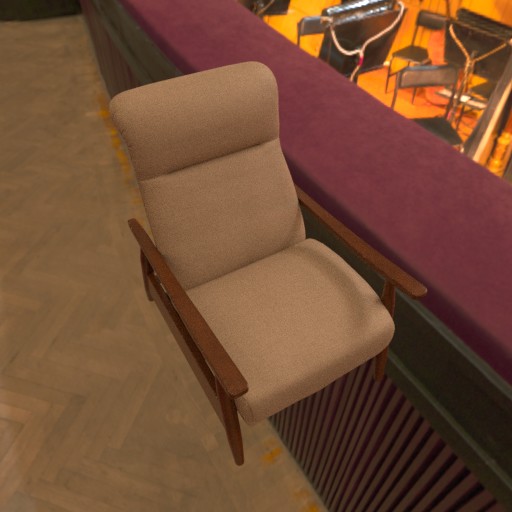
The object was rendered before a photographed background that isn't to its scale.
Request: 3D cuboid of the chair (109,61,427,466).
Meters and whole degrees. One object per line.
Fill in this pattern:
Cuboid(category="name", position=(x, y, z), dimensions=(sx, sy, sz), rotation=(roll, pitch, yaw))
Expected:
Cuboid(category="chair", position=(0.000, 0.000, 1.738), dimensions=(0.762, 1.082, 1.030), rotation=(-23, 50, -21))
